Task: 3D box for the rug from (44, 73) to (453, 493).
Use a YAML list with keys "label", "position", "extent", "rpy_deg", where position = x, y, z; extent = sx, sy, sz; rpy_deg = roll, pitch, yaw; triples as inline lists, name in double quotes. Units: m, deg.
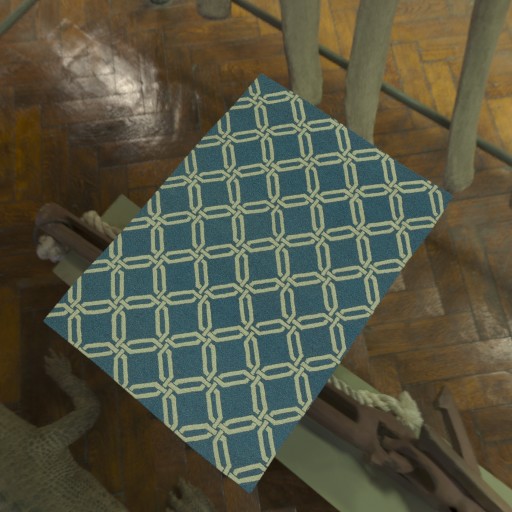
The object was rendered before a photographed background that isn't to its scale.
- label: "rug"
  position: [0.000, 0.000, 2.677]
  extent: [1.524, 0.013, 2.135]
  rpy_deg: [36, 77, 9]
